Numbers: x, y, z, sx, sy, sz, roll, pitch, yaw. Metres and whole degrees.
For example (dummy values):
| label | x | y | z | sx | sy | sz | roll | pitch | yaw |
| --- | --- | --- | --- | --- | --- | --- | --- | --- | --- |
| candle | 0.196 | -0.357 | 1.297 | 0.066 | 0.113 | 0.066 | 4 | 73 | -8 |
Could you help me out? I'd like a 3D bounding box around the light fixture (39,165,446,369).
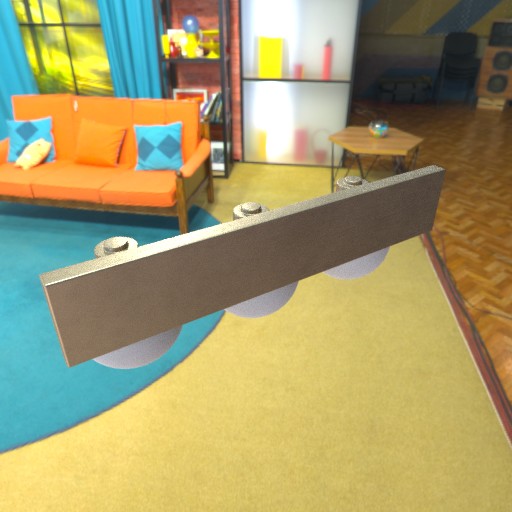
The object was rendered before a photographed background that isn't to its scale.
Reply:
| label | x | y | z | sx | sy | sz | roll | pitch | yaw |
| --- | --- | --- | --- | --- | --- | --- | --- | --- | --- |
| light fixture | 0.000 | 0.000 | 0.824 | 0.721 | 0.263 | 0.218 | -18 | 36 | -27 |
